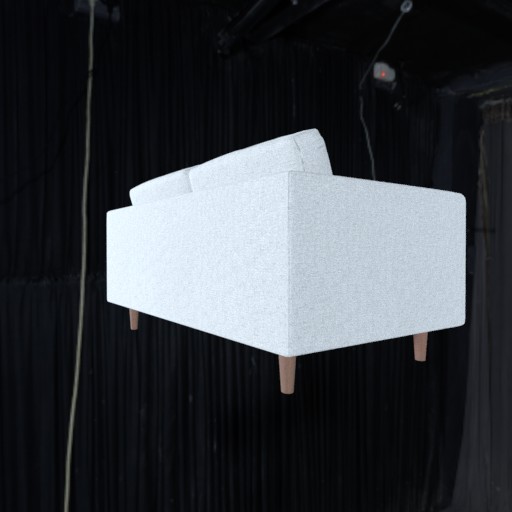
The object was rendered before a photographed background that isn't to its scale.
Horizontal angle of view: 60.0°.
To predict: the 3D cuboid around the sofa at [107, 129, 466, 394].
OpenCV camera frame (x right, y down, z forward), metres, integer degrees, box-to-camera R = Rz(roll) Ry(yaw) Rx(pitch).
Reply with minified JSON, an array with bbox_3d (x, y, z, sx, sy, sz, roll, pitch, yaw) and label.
[{"bbox_3d":[0.000,0.000,2.277,1.000,0.900,1.731,-1,1,-35],"label":"sofa"}]
